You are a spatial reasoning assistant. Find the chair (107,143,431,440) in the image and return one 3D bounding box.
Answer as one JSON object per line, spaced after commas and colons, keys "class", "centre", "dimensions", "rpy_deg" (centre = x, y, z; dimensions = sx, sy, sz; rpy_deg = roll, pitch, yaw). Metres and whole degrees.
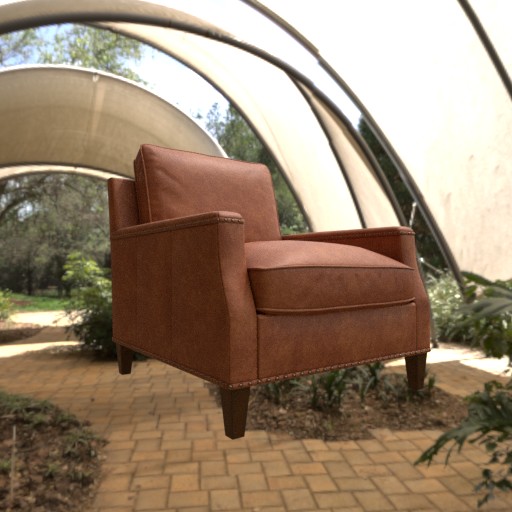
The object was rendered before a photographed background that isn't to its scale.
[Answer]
{"class": "chair", "centre": [0.000, 0.000, 1.716], "dimensions": [0.853, 0.943, 1.014], "rpy_deg": [1, -2, -36]}
